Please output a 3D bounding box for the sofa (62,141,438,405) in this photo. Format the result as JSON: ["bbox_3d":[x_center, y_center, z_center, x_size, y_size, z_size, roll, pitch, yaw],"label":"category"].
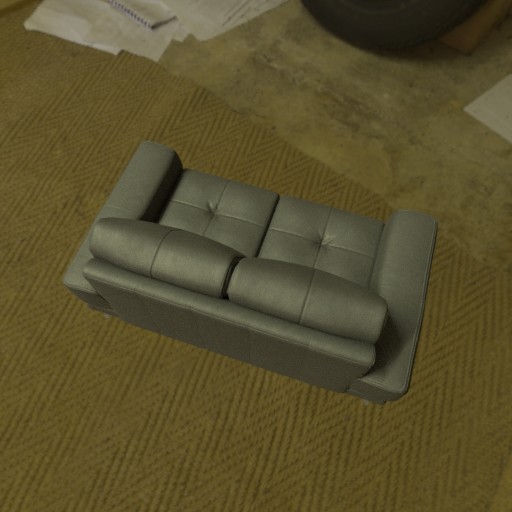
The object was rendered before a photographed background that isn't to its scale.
[{"bbox_3d":[0.000,0.000,2.400,1.806,0.907,1.018,16,63,9],"label":"sofa"}]
